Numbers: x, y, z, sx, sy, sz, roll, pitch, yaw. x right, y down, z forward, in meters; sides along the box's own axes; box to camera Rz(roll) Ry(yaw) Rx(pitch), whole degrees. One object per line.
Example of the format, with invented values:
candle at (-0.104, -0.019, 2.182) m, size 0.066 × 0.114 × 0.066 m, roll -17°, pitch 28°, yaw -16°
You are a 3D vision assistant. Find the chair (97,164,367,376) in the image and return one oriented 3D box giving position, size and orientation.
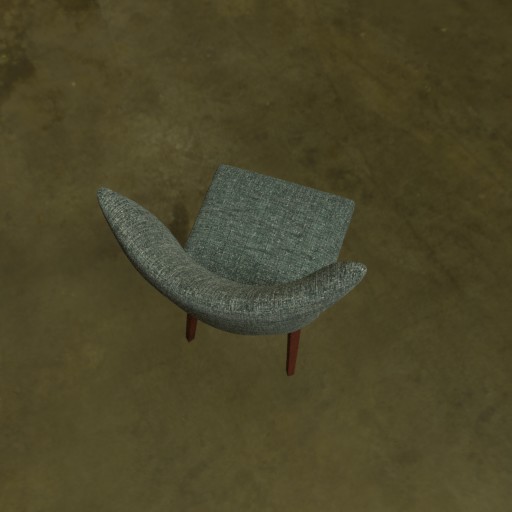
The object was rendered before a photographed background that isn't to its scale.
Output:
chair at (0.000, 0.000, 1.302) m, size 0.535 × 0.924 × 0.623 m, roll 17°, pitch 65°, yaw 8°
